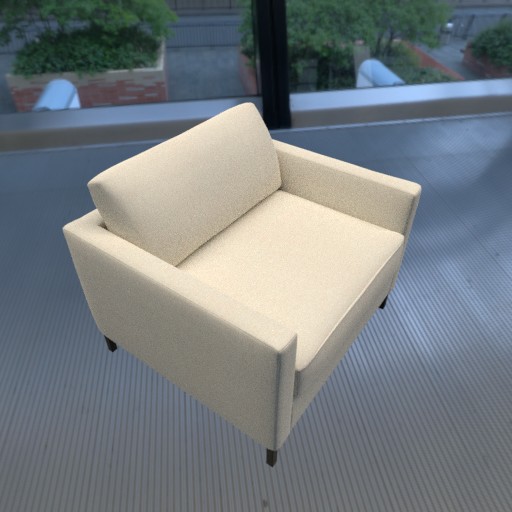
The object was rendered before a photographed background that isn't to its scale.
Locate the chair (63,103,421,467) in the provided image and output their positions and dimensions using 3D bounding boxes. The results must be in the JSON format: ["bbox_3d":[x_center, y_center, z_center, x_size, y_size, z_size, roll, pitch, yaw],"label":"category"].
[{"bbox_3d":[0.000,0.000,1.643,0.875,0.806,0.964,25,46,27],"label":"chair"}]
